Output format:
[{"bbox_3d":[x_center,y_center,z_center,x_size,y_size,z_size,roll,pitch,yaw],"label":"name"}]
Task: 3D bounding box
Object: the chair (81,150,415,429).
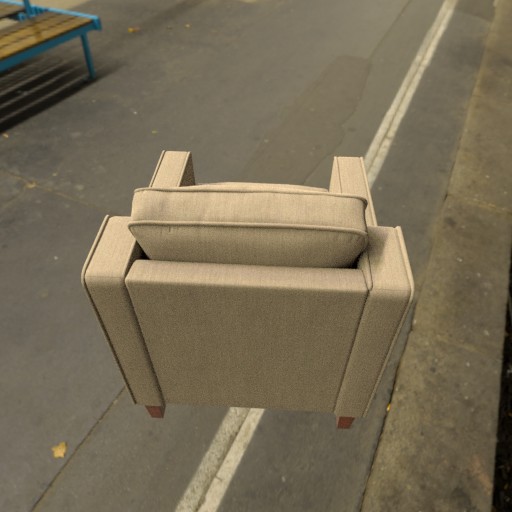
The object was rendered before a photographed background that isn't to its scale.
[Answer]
[{"bbox_3d":[0.000,0.000,1.643,0.831,0.960,0.909,2,45,2],"label":"chair"}]
